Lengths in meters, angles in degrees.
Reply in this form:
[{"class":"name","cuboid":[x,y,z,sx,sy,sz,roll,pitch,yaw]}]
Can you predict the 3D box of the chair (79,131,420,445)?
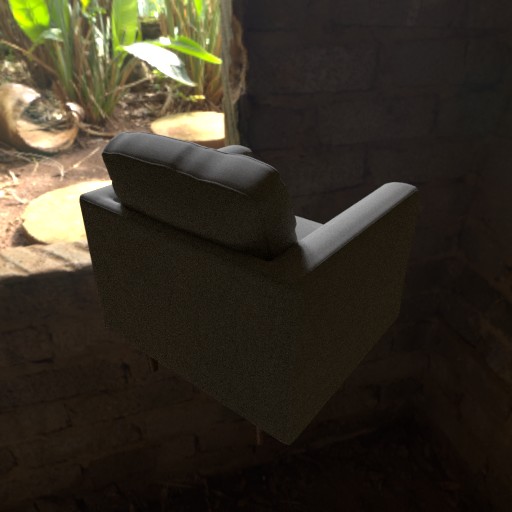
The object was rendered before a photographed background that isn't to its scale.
[{"class":"chair","cuboid":[0.000,0.000,1.570,0.855,0.927,0.800,21,36,32]}]
